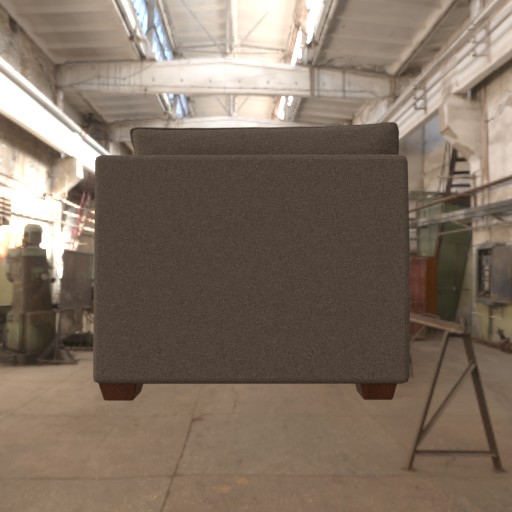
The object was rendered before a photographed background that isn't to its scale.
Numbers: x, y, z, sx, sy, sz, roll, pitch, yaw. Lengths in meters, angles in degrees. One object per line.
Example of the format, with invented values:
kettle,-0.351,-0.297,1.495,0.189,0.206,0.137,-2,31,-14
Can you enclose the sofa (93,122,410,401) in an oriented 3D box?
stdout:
sofa,0.000,0.000,2.034,1.084,1.002,1.146,0,-2,1
